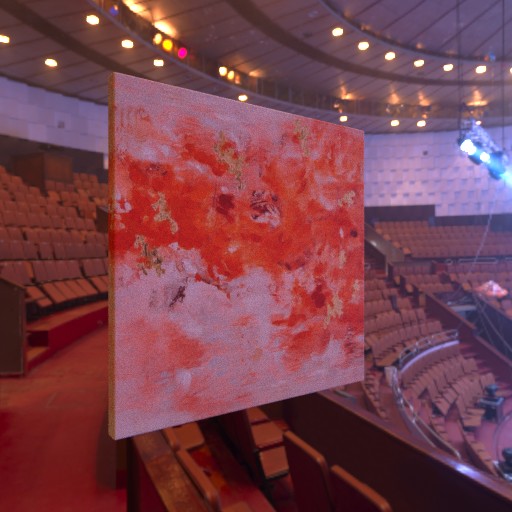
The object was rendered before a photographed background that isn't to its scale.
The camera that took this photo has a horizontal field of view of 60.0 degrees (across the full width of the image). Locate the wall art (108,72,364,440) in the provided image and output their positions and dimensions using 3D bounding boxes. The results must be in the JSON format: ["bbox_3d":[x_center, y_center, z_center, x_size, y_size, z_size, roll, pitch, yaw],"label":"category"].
[{"bbox_3d":[0.000,0.000,1.134,0.747,0.746,0.064,0,0,-35],"label":"wall art"}]
